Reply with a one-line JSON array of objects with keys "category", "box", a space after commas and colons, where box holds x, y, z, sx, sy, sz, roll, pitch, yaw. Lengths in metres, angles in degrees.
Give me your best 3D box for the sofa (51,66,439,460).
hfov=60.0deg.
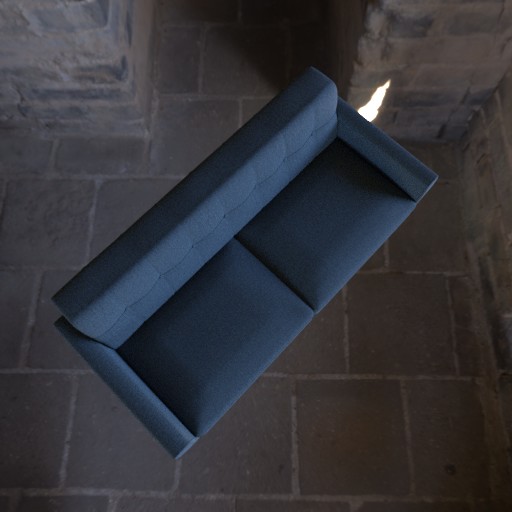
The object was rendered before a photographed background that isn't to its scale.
[{"category": "sofa", "box": [0.000, 0.000, 2.527, 0.942, 0.884, 2.055, 43, 78, 12]}]
